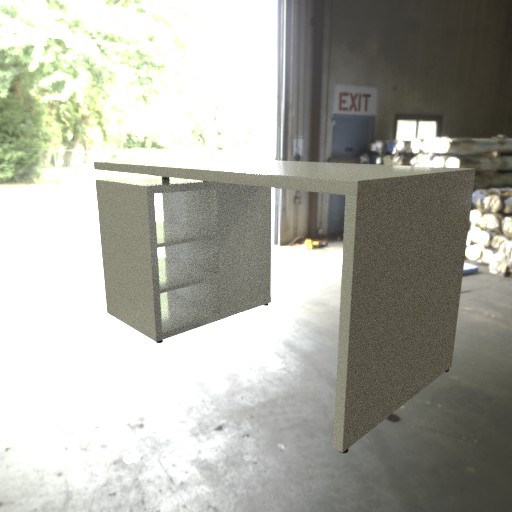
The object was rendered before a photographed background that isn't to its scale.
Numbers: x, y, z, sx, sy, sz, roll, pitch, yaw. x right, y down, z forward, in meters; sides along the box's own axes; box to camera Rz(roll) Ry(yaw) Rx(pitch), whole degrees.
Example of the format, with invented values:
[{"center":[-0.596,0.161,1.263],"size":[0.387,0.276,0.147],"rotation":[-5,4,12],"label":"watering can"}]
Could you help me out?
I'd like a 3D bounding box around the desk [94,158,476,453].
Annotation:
[{"center":[0.000,0.000,1.830],"size":[0.690,0.740,1.400],"rotation":[-13,20,-42],"label":"desk"}]
